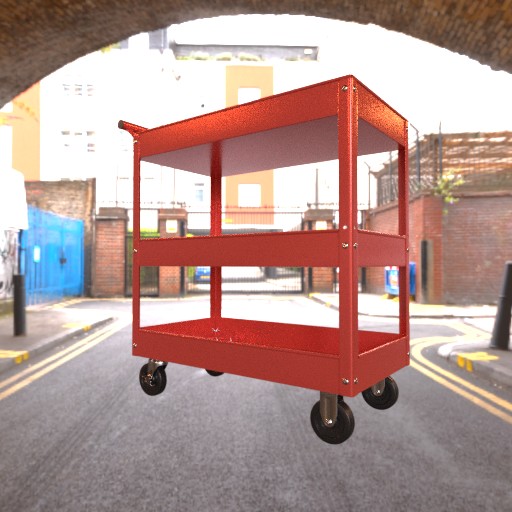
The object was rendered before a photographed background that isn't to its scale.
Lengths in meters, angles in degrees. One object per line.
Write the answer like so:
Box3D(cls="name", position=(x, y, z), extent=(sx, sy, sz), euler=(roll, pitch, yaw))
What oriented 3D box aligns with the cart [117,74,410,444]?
Box3D(cls="cart", position=(0.000, 0.000, 1.198), extent=(0.719, 0.780, 0.366), euler=(-1, -1, 36))
